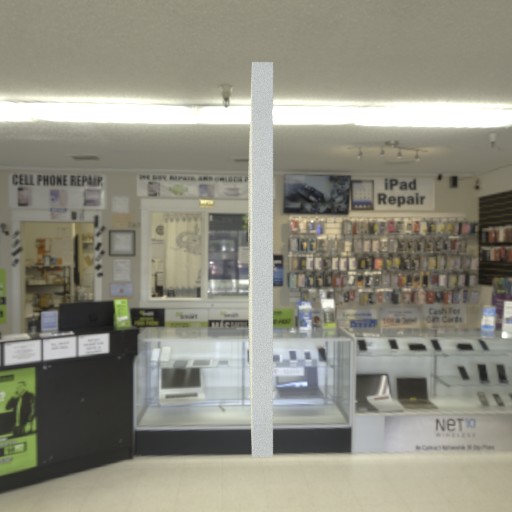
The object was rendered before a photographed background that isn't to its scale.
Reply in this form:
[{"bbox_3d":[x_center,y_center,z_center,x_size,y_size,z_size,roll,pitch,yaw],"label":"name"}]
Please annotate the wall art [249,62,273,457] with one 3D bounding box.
[{"bbox_3d":[0.000,0.000,1.145,0.033,0.617,0.906,0,1,-1],"label":"wall art"}]
